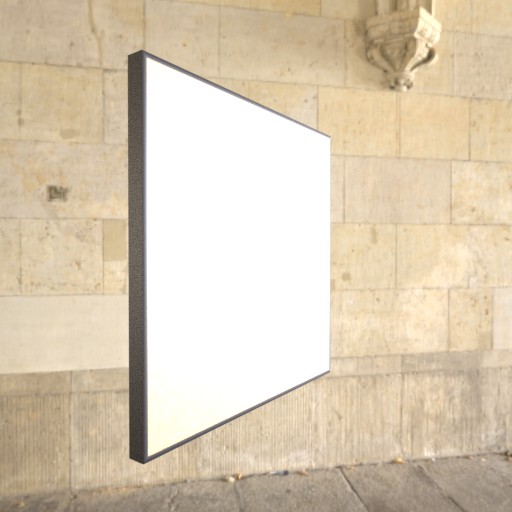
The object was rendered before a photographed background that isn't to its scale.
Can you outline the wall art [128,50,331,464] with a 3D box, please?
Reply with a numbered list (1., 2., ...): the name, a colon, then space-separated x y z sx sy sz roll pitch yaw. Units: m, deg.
1. wall art: 0.000 0.000 1.141 0.042 0.766 0.769 1 1 36
